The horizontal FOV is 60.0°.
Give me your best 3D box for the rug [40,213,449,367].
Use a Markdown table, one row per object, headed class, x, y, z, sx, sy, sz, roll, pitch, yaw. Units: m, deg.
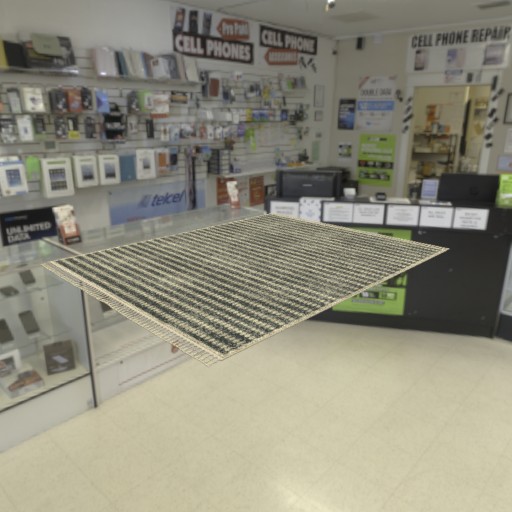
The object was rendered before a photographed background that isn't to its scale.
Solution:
| class | x | y | z | sx | sy | sz | roll | pitch | yaw |
| --- | --- | --- | --- | --- | --- | --- | --- | --- | --- |
| rug | 0.000 | 0.000 | 3.951 | 2.910 | 0.013 | 2.256 | -17 | 24 | -42 |
